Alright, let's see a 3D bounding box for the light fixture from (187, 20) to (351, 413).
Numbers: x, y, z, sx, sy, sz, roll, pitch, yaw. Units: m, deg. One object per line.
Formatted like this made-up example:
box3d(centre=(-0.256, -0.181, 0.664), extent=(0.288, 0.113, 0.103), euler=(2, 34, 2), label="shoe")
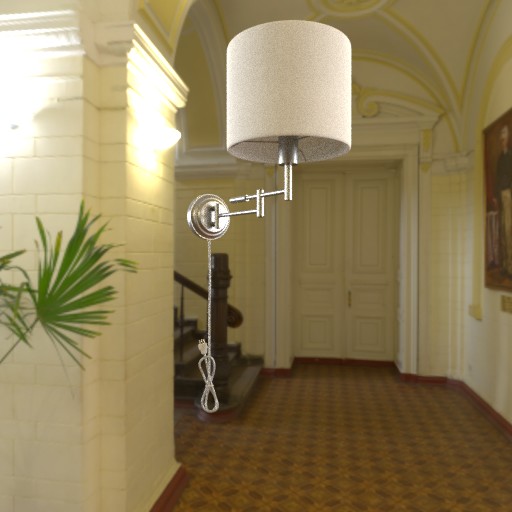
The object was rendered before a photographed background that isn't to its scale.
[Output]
box3d(centre=(0.000, 0.000, 1.007), extent=(0.253, 0.842, 0.479), euler=(0, 0, -36), label="light fixture")
